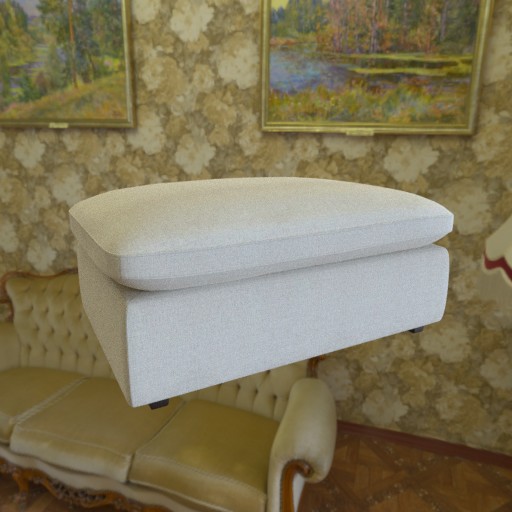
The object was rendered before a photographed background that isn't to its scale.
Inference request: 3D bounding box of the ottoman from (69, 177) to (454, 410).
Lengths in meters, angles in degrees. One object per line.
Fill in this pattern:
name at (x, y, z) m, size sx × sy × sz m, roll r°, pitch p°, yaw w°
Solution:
ottoman at (0.000, 0.000, 1.353) m, size 0.984 × 0.453 × 0.686 m, roll -8°, pitch 17°, yaw -28°
